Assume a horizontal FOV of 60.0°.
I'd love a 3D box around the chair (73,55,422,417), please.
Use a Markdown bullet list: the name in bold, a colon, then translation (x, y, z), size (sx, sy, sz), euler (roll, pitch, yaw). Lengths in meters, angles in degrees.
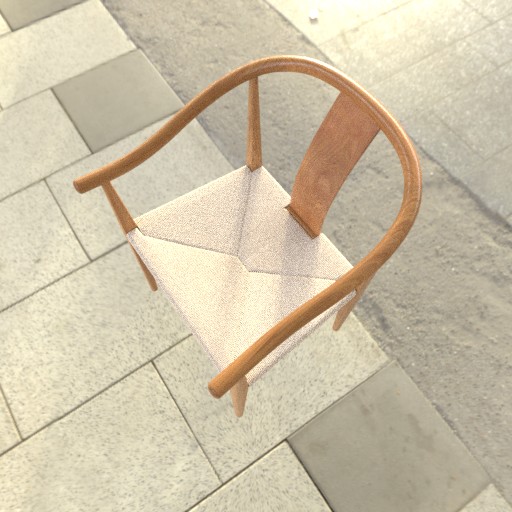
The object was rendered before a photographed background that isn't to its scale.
- **chair**: translation (0.000, 0.000, 1.165), size (0.579, 0.800, 0.556), euler (-34, 70, -14)
